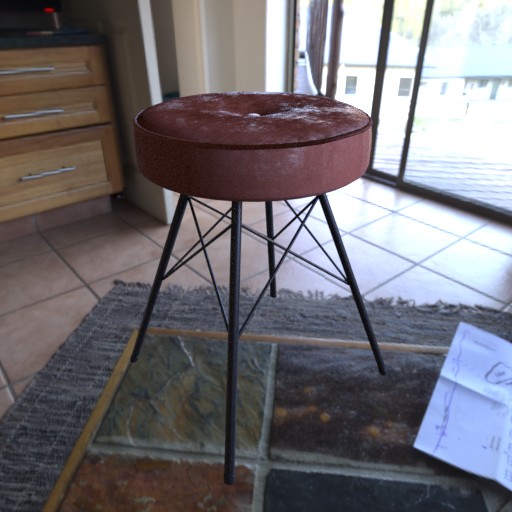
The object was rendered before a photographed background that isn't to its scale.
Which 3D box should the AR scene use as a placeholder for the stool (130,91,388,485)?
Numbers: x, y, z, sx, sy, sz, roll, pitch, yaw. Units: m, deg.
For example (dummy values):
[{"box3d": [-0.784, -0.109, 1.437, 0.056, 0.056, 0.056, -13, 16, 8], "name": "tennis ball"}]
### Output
[{"box3d": [0.000, 0.000, 0.905, 0.457, 0.593, 0.421, -21, 35, -33], "name": "stool"}]
